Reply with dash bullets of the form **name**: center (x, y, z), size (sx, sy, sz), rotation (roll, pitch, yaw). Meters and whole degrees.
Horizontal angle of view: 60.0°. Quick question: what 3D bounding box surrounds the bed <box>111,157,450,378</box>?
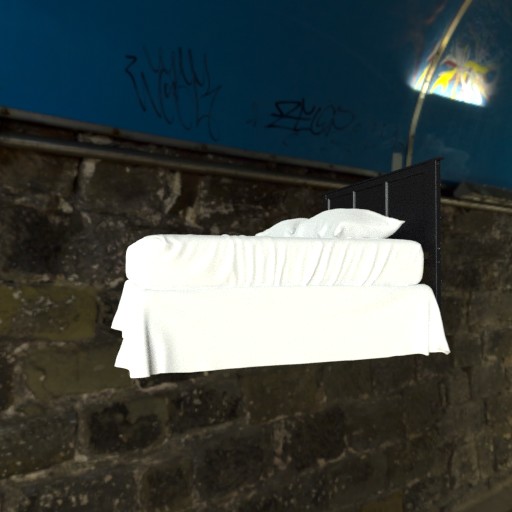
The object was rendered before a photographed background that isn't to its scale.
- **bed**: center (0.000, 0.000, 3.337), size (2.050, 1.270, 1.870), rotation (0, -1, -19)
